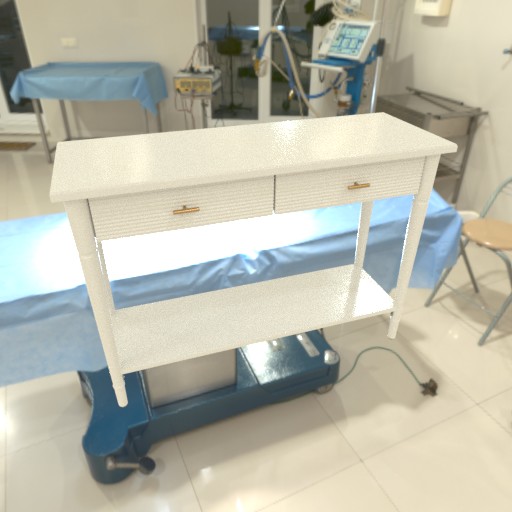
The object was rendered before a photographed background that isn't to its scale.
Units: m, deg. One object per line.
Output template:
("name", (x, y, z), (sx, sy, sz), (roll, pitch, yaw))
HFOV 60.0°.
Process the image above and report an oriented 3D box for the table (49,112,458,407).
("table", (0.000, 0.000, 1.447), (1.067, 0.749, 0.381), (-10, 33, -16))
